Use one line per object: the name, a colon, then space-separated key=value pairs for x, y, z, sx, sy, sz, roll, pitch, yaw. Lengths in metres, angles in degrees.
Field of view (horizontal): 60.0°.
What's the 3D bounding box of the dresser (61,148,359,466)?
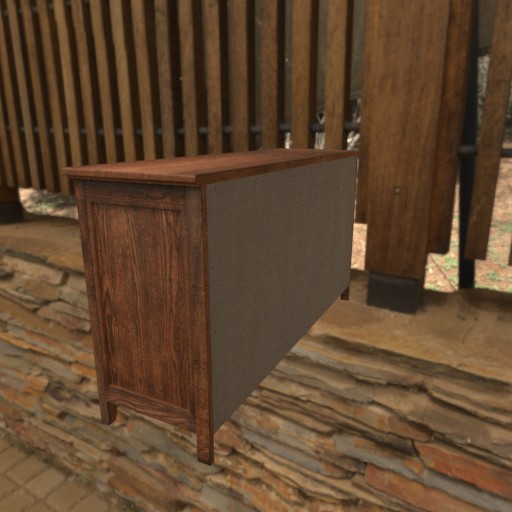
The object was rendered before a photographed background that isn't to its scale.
dresser: x=0.000 y=0.000 z=1.941 sx=0.463 sy=0.856 sz=1.551 roll=8 pitch=18 yaw=26
